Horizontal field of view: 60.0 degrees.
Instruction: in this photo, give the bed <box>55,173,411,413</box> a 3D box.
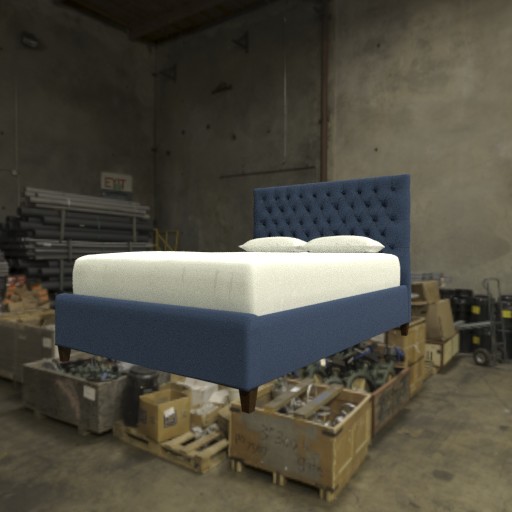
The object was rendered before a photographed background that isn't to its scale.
[{"bbox_3d":[0.000,0.000,3.479,1.706,1.427,2.387,1,1,36],"label":"bed"}]
